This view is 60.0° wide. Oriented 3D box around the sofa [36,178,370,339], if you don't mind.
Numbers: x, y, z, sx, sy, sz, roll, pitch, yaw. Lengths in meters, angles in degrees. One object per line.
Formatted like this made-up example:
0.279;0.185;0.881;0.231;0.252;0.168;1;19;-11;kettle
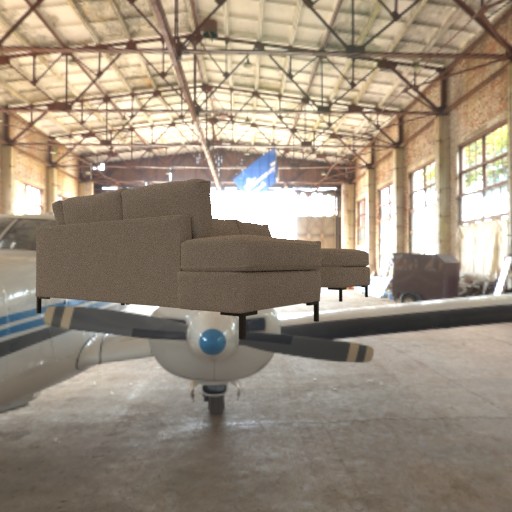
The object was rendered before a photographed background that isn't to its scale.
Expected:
0.000;0.000;3.891;1.989;0.862;2.984;-1;-1;35;sofa
